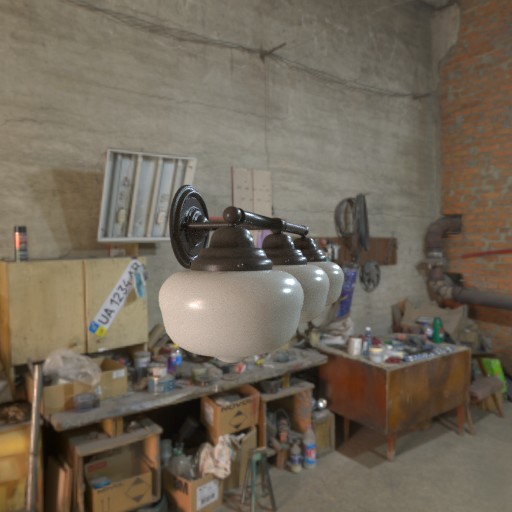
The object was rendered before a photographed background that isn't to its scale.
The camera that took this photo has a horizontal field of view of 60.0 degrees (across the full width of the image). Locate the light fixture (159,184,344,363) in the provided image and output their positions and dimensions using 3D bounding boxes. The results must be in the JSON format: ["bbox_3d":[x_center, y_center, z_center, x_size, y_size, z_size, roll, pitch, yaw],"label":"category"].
[{"bbox_3d":[0.000,0.000,0.723,0.239,0.242,0.587,0,1,17],"label":"light fixture"}]
